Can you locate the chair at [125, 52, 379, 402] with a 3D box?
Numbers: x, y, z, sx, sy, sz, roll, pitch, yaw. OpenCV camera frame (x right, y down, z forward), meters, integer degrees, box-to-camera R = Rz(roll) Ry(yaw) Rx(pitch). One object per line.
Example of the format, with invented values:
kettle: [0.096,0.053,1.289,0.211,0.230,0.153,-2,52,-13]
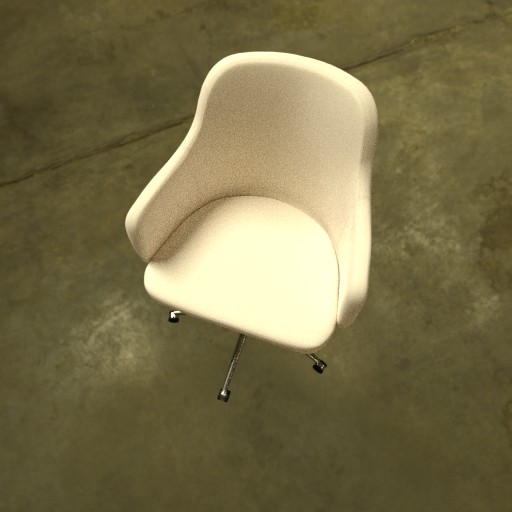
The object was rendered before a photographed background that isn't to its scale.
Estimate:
chair: [0.000,0.000,1.225,0.602,0.819,0.647,18,61,10]
